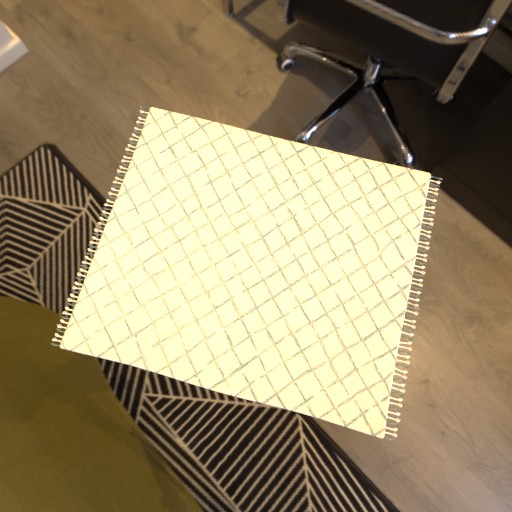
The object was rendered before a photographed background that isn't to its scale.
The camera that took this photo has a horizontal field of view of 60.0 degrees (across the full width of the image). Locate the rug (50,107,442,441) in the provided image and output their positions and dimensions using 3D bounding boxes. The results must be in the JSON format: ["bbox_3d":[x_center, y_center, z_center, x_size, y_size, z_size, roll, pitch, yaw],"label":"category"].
[{"bbox_3d":[0.000,0.000,4.743,3.585,0.036,2.892,14,75,4],"label":"rug"}]
